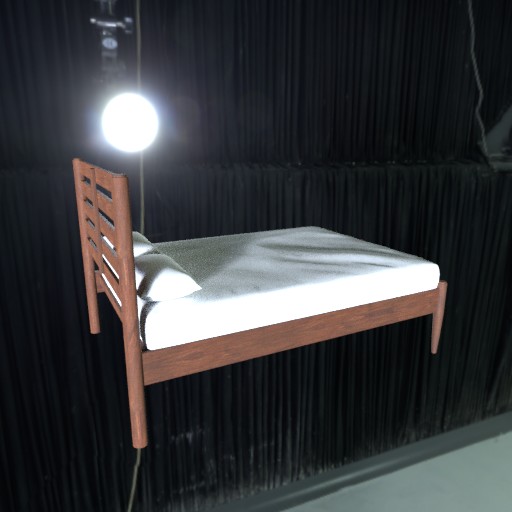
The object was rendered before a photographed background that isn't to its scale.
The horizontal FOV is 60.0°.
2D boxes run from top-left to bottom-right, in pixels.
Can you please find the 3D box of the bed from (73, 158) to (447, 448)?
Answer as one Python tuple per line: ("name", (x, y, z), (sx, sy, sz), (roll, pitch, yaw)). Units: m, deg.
("bed", (0.000, 0.000, 3.065), (2.093, 1.304, 1.509), (-8, 17, -26))
